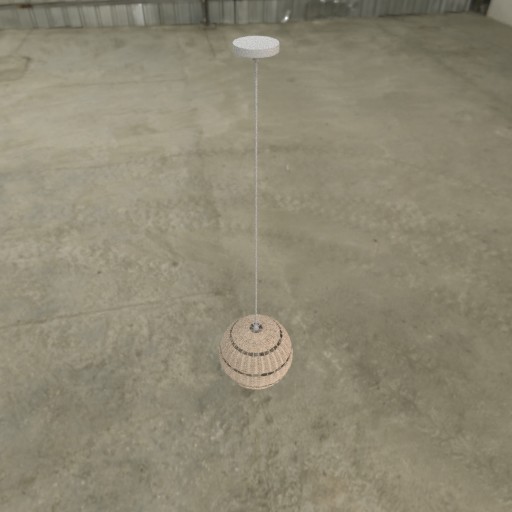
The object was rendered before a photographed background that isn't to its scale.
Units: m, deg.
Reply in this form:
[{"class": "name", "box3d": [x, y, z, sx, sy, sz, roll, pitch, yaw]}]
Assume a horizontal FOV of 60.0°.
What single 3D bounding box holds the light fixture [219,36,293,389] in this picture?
[{"class": "light fixture", "box3d": [0.000, 0.000, 2.244, 0.457, 2.019, 0.457, 12, 42, 13]}]
